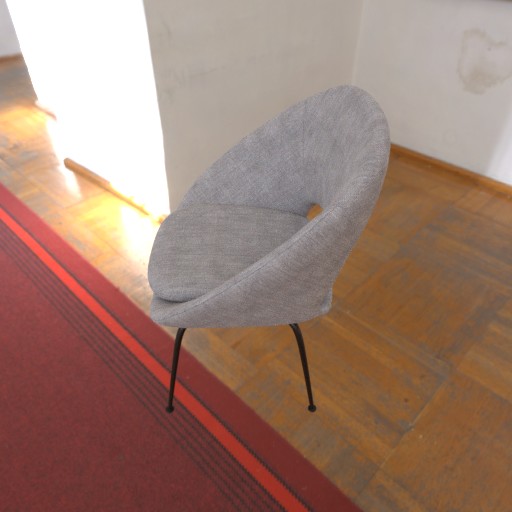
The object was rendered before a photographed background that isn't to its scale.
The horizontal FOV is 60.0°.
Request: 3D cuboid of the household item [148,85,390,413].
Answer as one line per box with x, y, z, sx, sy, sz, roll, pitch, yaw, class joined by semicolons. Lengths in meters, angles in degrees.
0.000;0.000;1.261;0.587;0.869;0.643;0;41;0;household item
